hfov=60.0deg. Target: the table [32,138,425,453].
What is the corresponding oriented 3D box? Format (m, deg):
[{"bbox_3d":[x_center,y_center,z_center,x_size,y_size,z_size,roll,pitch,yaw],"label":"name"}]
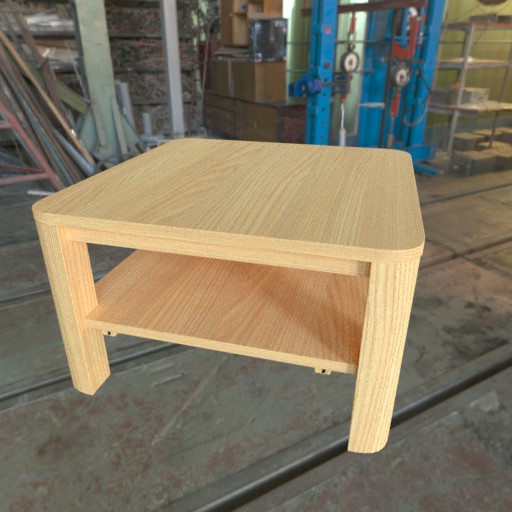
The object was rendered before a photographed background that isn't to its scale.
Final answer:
[{"bbox_3d":[0.000,0.000,1.188,0.750,0.450,0.750,7,27,14],"label":"table"}]
